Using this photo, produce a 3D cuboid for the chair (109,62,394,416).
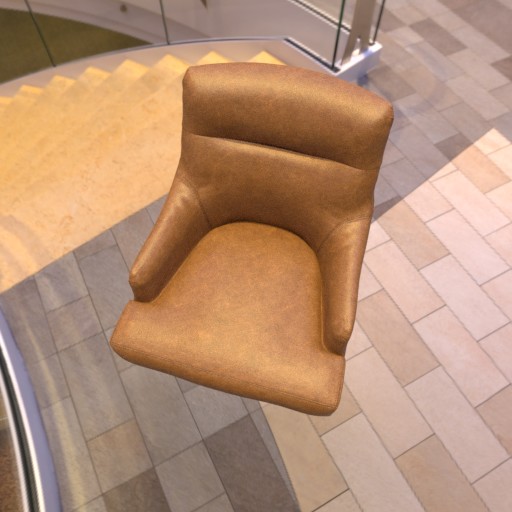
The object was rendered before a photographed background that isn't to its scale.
[{"bbox_3d":[0.000,0.000,1.492,0.729,0.869,0.874,14,59,8],"label":"chair"}]
